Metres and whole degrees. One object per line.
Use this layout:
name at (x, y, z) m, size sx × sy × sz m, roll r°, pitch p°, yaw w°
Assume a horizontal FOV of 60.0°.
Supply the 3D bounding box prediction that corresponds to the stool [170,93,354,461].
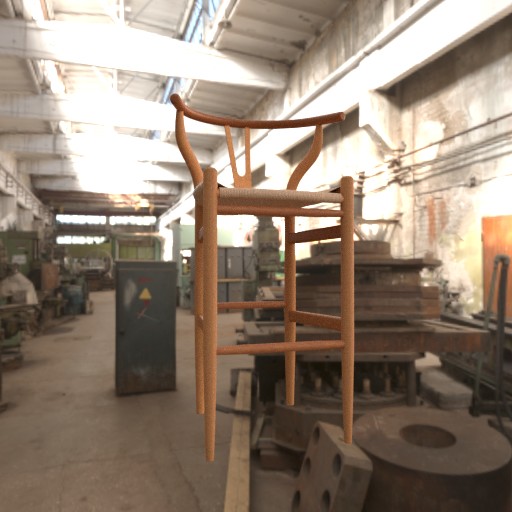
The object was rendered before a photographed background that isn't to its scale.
stool at (0.000, 0.000, 1.453) m, size 0.574 × 1.068 × 0.561 m, roll 0°, pitch -1°, yaw -16°
